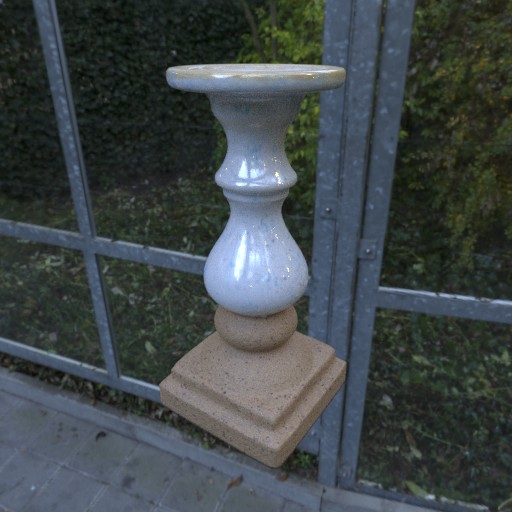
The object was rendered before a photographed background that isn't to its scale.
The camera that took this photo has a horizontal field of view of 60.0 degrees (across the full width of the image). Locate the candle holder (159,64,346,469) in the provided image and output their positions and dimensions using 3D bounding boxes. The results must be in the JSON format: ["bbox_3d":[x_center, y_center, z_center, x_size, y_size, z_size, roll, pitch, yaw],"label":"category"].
[{"bbox_3d":[0.000,0.000,0.304,0.110,0.239,0.110,17,30,31],"label":"candle holder"}]
